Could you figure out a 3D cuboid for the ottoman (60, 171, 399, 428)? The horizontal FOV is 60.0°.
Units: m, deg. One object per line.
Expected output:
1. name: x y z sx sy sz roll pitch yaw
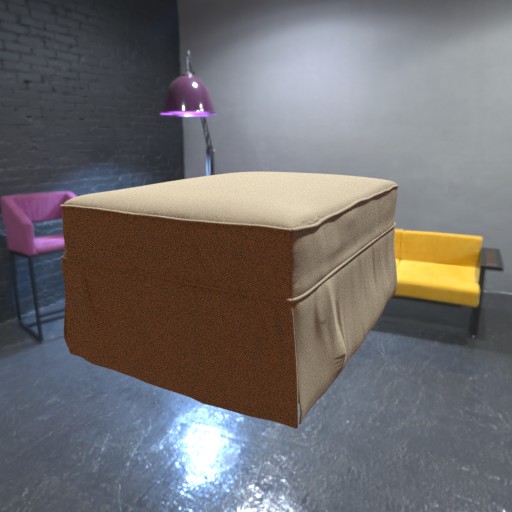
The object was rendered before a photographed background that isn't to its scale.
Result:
1. ottoman: 0.000 0.000 1.362 0.721 0.482 0.959 8 17 28
